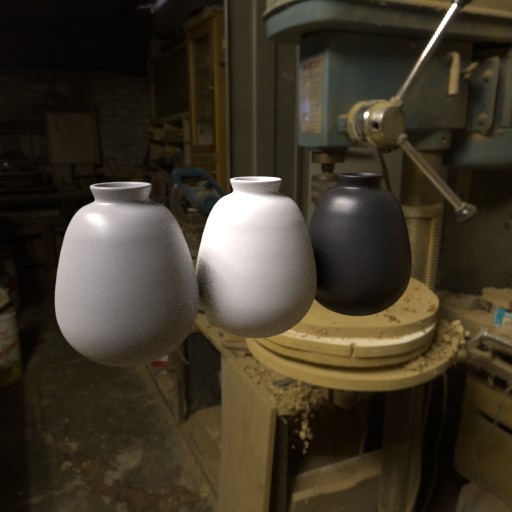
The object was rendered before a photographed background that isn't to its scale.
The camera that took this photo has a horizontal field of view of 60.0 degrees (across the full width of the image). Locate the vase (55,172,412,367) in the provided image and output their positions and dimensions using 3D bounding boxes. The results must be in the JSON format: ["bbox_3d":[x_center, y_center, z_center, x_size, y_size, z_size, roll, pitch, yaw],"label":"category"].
[{"bbox_3d":[0.000,0.000,0.353,0.297,0.122,0.097,-7,16,-25],"label":"vase"}]
